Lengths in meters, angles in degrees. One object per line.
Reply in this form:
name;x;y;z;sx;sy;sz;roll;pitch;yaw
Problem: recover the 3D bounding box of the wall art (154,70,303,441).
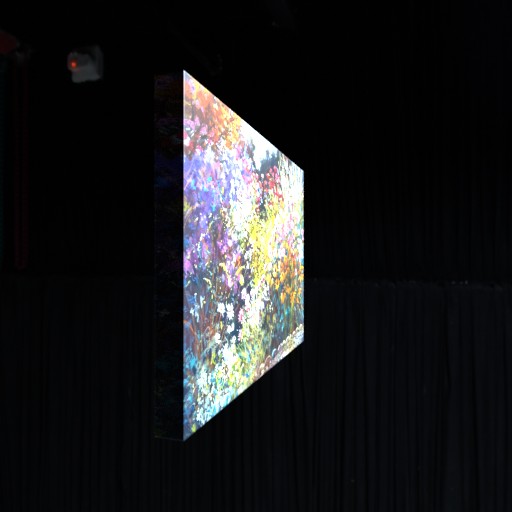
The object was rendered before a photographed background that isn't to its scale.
wall art;0.000;0.000;0.780;0.037;0.406;0.610;0;0;18
